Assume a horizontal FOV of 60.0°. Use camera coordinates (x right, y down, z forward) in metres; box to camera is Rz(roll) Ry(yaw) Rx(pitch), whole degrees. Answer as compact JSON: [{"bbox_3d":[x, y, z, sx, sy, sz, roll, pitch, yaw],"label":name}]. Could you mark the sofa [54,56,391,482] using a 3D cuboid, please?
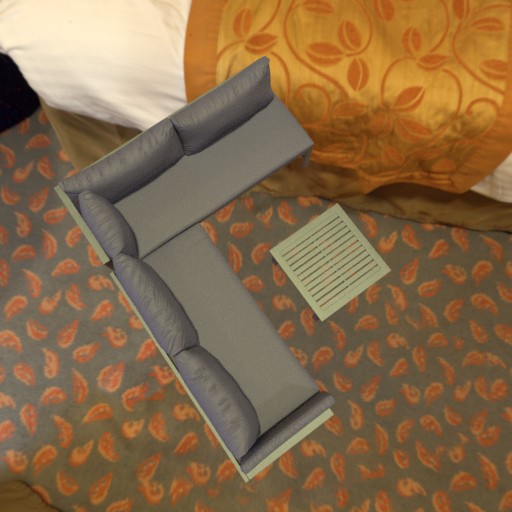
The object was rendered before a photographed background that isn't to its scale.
[{"bbox_3d":[0.000,0.000,2.997,1.658,0.762,2.149,-35,79,-8],"label":"sofa"}]
